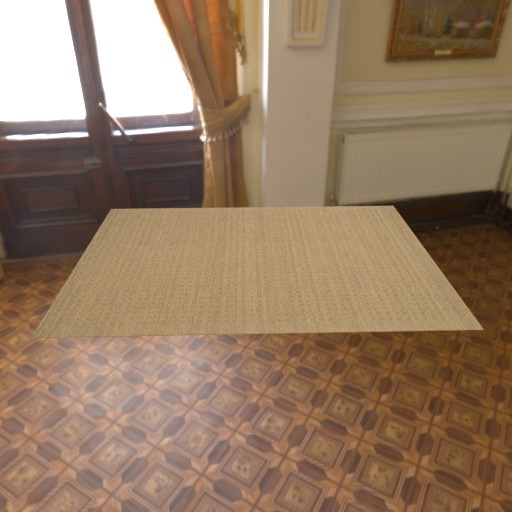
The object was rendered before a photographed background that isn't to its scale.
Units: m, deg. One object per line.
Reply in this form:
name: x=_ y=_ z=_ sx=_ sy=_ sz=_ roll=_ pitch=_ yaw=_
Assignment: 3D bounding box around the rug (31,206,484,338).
rug: x=0.000 y=0.000 z=3.693 sx=2.895 sy=0.006 sz=1.981 roll=-1 pitch=30 yaw=-1
